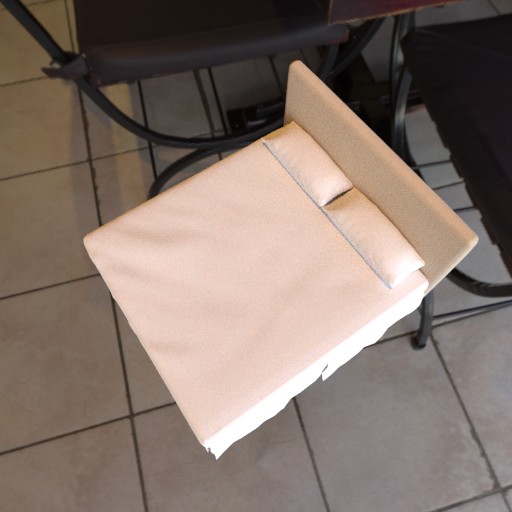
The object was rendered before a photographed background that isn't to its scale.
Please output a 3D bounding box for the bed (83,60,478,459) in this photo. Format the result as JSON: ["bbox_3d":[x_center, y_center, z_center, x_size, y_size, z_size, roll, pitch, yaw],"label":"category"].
[{"bbox_3d":[0.000,0.000,3.604,2.319,1.317,2.119,-32,69,-14],"label":"bed"}]
